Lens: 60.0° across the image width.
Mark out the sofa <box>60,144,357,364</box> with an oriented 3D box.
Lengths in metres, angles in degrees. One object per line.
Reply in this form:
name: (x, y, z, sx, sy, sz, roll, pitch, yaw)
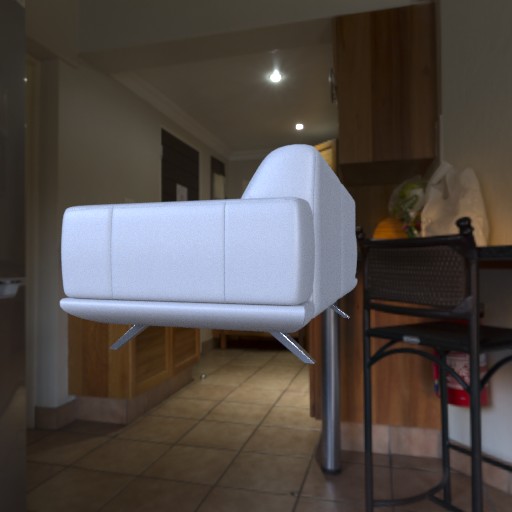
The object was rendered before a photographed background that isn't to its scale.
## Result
sofa: (0.000, 0.000, 2.320, 0.900, 0.772, 1.901, 0, 0, 17)
